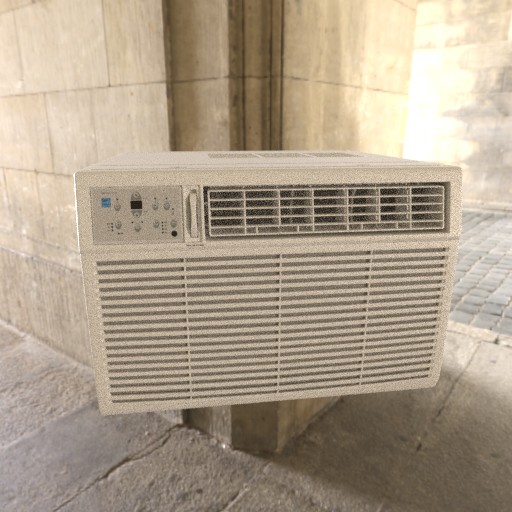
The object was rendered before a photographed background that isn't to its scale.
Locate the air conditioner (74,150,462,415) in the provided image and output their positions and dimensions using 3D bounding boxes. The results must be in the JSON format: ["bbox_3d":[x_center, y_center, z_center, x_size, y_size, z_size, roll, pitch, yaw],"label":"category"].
[{"bbox_3d":[0.000,0.000,1.048,0.645,0.455,0.599,-2,16,-8],"label":"air conditioner"}]
